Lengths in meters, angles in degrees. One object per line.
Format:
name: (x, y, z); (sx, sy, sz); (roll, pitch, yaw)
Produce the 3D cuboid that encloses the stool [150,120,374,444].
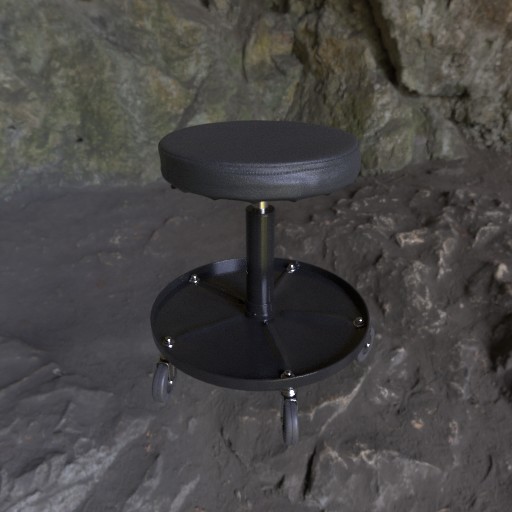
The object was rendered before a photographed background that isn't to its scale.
stool: (0.000, 0.000, 0.685); (0.382, 0.365, 0.381); (8, 28, 16)
